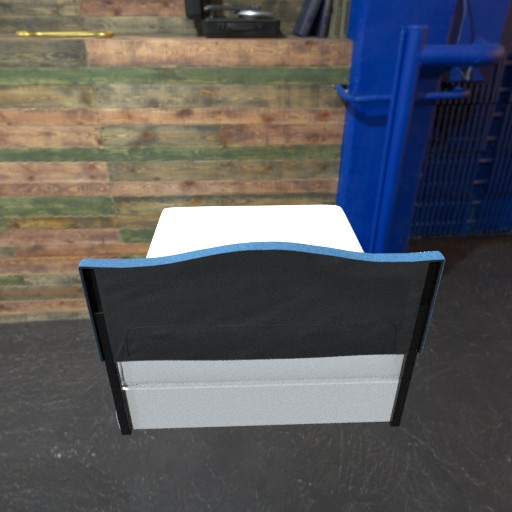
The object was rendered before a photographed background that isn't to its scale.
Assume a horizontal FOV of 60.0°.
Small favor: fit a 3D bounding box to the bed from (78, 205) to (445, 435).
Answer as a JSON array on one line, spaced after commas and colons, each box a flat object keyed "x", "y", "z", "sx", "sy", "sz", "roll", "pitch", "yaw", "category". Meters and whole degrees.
[{"x": 0.000, "y": 0.000, "z": 2.948, "sx": 1.610, "sy": 1.169, "sz": 1.872, "roll": -1, "pitch": 30, "yaw": -2, "category": "bed"}]
